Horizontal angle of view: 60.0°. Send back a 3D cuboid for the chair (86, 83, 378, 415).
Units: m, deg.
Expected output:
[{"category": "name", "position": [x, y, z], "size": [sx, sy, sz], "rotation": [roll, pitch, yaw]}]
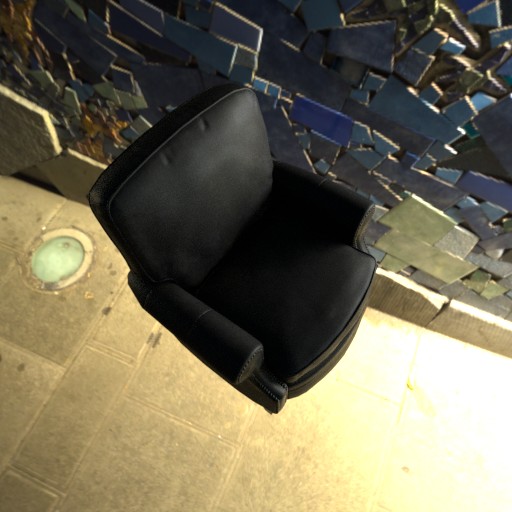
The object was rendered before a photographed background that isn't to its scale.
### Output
[{"category": "chair", "position": [0.000, 0.000, 1.809], "size": [0.986, 1.018, 0.936], "rotation": [34, 65, 18]}]
